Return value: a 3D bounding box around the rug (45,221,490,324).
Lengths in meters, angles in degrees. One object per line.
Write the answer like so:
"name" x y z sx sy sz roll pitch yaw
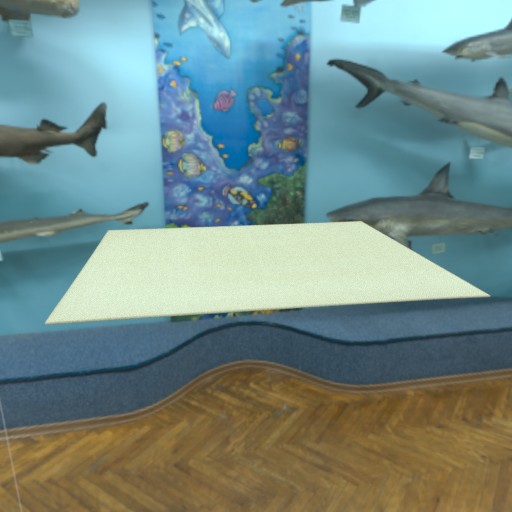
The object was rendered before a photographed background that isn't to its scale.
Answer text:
"rug" 0.000 0.000 4.123 3.039 0.018 2.462 -3 17 -8
